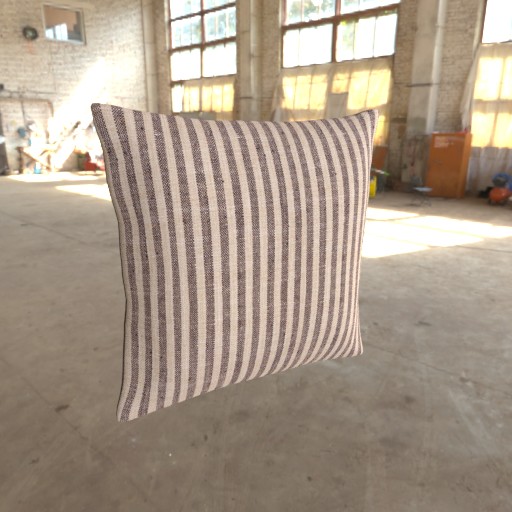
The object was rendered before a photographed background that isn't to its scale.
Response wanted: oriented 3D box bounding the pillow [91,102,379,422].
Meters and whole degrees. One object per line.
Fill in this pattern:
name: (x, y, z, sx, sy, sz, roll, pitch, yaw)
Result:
pillow: (0.000, 0.000, 0.786, 0.523, 0.506, 0.166, -8, 18, -26)
